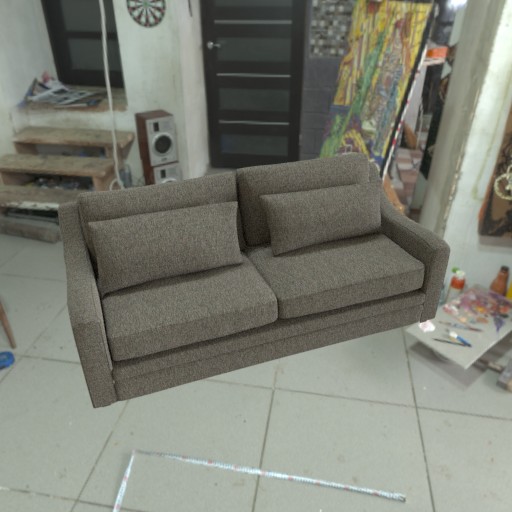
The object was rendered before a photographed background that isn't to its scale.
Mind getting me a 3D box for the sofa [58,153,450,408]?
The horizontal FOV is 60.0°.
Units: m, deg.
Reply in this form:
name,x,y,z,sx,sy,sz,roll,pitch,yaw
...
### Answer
name,x,y,z,sx,sy,sz,roll,pitch,yaw
sofa,0.000,0.000,3.026,2.418,0.998,1.103,-11,33,-17
